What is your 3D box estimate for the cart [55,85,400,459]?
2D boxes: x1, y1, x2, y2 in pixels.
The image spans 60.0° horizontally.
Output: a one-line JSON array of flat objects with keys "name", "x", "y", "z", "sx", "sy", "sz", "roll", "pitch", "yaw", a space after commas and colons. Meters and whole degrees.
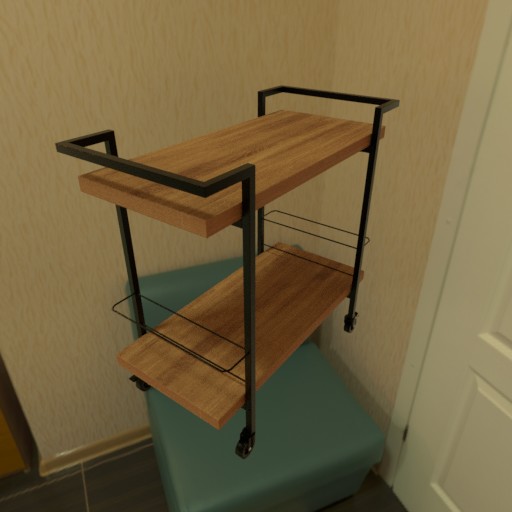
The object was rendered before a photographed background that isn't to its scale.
[{"name": "cart", "x": 0.000, "y": 0.000, "z": 1.246, "sx": 0.406, "sy": 0.762, "sz": 0.806, "roll": 20, "pitch": 36, "yaw": 31}]
